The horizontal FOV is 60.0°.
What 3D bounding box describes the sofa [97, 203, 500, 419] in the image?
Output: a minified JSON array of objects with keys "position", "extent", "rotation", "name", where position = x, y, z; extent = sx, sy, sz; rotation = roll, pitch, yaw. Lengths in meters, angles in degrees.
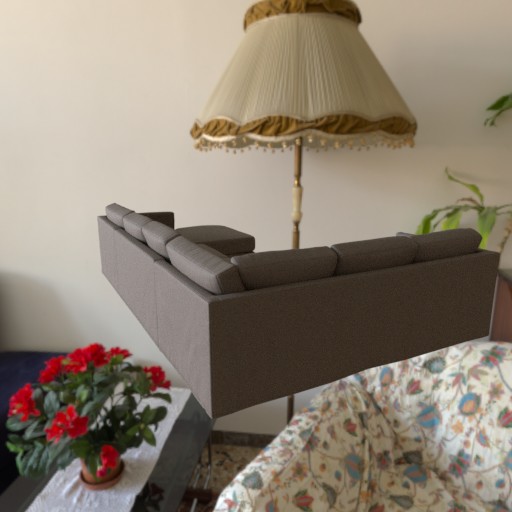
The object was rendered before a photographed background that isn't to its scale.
[{"position":[0.000,0.000,4.377],"extent":[2.427,0.882,3.460],"rotation":[-7,15,-28],"name":"sofa"}]
